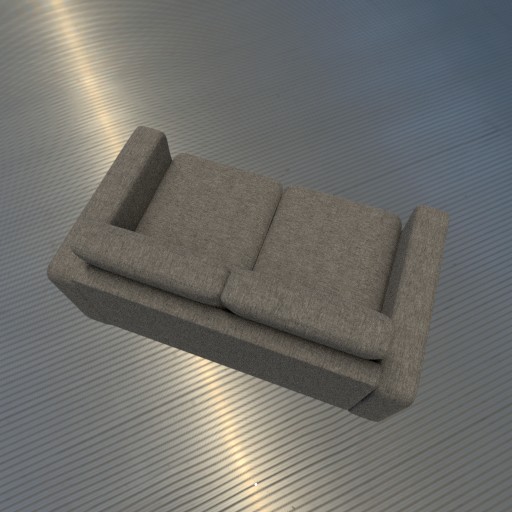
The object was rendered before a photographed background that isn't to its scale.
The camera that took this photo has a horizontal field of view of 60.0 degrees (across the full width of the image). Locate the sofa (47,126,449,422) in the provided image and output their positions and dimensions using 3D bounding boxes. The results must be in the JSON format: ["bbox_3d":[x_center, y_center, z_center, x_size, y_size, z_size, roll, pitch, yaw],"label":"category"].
[{"bbox_3d":[0.000,0.000,1.995,1.520,0.800,0.900,18,64,9],"label":"sofa"}]
